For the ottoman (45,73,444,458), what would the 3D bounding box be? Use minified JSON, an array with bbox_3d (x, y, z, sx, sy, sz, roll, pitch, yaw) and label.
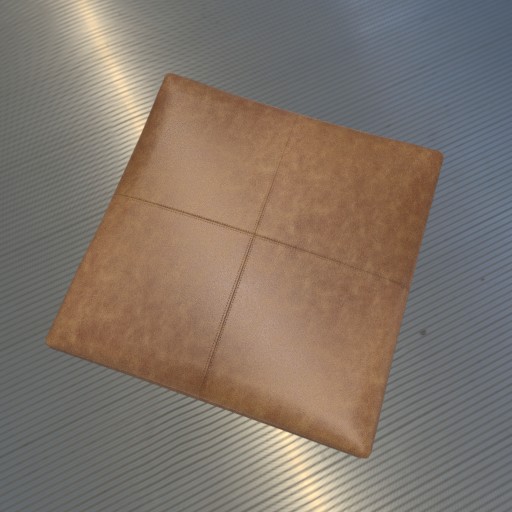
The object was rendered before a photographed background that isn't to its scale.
[{"bbox_3d":[0.000,0.000,1.785,1.169,0.483,1.168,18,75,5],"label":"ottoman"}]
